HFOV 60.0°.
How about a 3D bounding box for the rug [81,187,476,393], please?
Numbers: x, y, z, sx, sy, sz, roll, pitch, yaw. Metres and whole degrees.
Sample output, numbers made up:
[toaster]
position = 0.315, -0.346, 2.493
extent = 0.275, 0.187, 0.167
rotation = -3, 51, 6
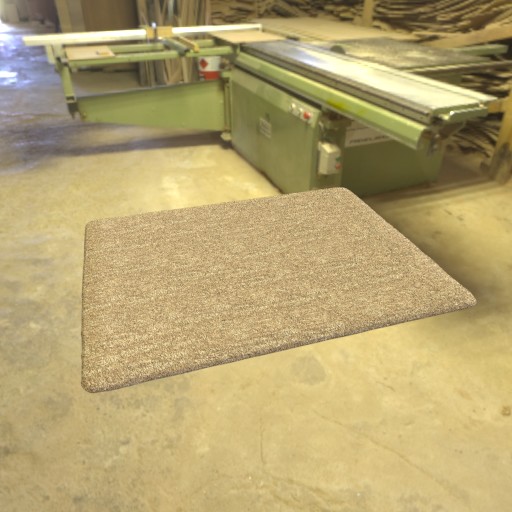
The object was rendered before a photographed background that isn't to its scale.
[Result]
[rug]
position = 0.000, 0.000, 3.838
extent = 2.873, 0.050, 2.242
rotation = -10, 34, -15
